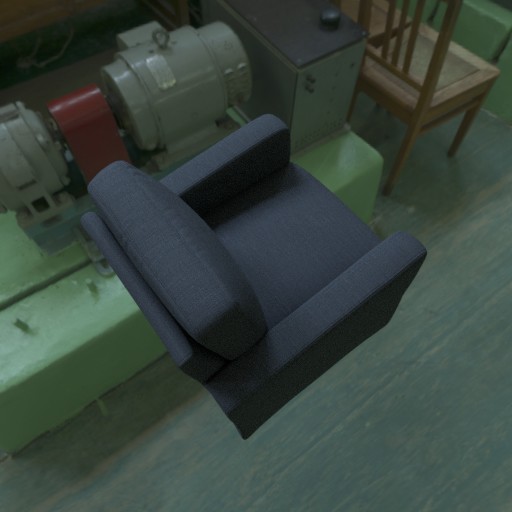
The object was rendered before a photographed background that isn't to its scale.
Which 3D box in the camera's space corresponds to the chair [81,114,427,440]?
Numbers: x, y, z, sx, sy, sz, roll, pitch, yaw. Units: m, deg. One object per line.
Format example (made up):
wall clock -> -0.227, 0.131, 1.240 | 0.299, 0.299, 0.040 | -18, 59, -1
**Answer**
chair -> 0.000, 0.000, 1.523 | 0.863, 0.855, 0.798 | -33, 64, -18
